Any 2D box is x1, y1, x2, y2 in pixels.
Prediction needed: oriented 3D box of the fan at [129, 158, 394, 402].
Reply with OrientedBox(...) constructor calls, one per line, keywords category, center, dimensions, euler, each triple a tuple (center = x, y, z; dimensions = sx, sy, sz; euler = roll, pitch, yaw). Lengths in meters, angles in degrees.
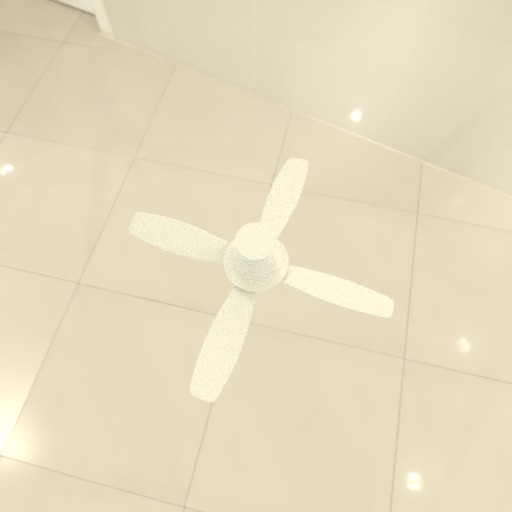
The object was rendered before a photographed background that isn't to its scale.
OrientedBox(category="fan", center=(0.000, 0.000, 2.603), dimensions=(1.694, 0.382, 1.693), euler=(18, 65, 9))
